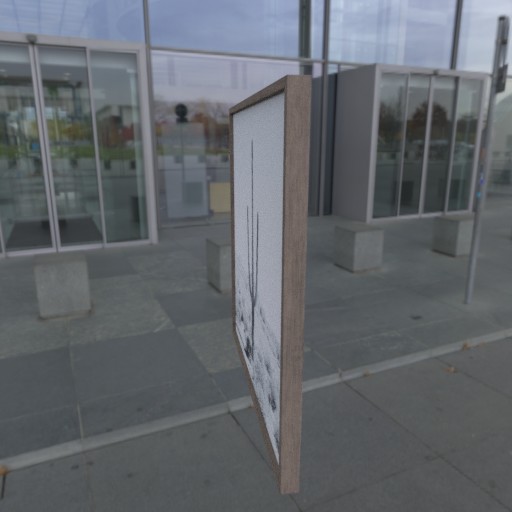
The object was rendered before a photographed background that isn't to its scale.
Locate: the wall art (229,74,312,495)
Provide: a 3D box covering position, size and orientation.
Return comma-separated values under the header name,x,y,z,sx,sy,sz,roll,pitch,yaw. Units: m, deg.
name,x,y,z,sx,sy,sz,roll,pitch,yaw
wall art,0.000,0.000,1.129,0.038,0.762,0.762,-3,15,-10
